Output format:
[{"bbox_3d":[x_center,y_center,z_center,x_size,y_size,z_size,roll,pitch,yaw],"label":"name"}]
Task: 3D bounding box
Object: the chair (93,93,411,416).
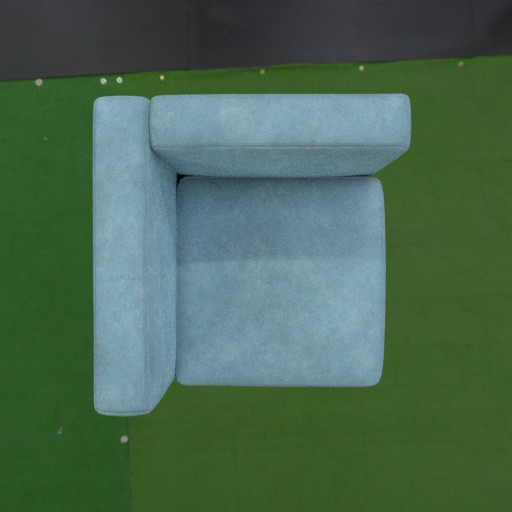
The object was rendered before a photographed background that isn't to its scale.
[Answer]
[{"bbox_3d":[0.000,0.000,1.217,0.684,0.660,0.691,0,91,0],"label":"chair"}]
